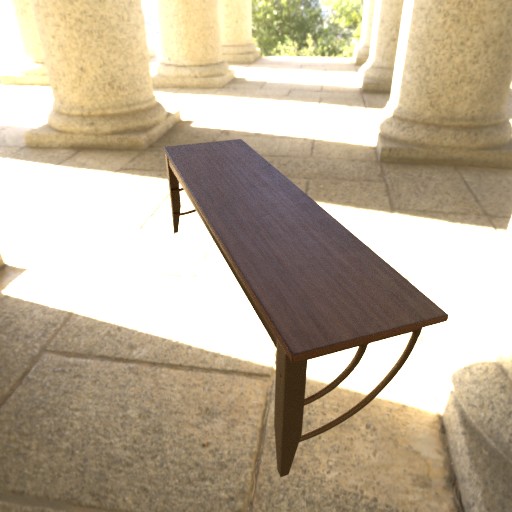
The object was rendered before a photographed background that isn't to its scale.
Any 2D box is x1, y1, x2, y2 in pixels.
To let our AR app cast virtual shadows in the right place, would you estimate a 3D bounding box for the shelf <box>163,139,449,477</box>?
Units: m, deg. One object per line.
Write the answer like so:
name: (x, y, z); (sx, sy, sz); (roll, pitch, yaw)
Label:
shelf: (0.000, 0.000, 0.708); (0.166, 0.190, 0.636); (-11, 32, -17)
